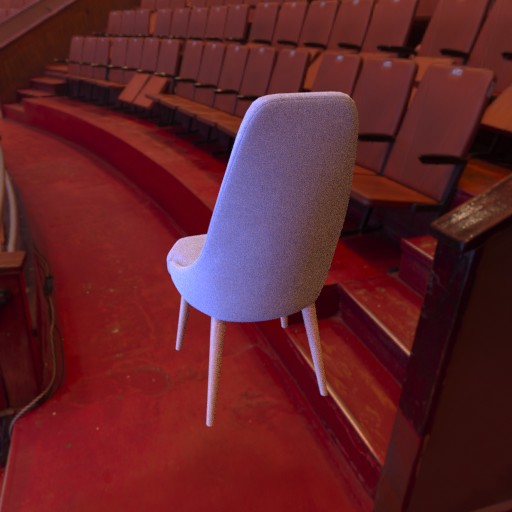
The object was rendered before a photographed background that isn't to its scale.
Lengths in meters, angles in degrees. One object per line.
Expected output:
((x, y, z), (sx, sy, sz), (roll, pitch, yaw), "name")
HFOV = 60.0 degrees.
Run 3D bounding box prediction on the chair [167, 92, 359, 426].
((0.000, 0.000, 1.408), (0.510, 1.040, 0.660), (-9, 28, -17), "chair")
